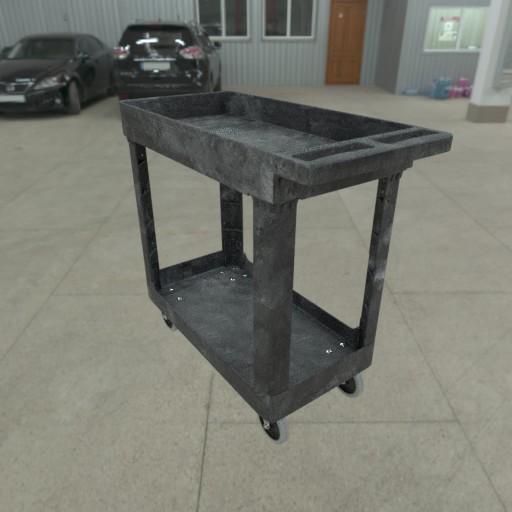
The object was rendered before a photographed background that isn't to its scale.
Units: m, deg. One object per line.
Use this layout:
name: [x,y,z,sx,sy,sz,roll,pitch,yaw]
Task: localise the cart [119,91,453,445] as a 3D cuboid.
cart: [0.000,0.000,1.332,0.420,0.824,0.877,-18,33,-31]
